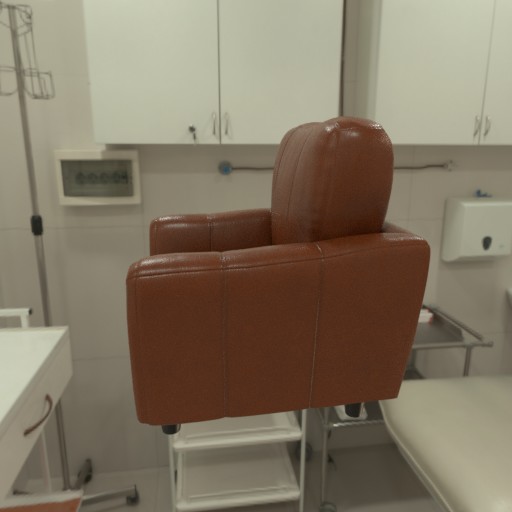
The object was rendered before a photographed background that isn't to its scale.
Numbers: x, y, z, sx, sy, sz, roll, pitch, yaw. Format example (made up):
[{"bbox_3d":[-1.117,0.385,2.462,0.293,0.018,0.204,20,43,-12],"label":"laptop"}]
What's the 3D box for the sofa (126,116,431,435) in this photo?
[{"bbox_3d":[0.000,0.000,1.482,0.789,0.876,0.836,-2,14,-8],"label":"sofa"}]
